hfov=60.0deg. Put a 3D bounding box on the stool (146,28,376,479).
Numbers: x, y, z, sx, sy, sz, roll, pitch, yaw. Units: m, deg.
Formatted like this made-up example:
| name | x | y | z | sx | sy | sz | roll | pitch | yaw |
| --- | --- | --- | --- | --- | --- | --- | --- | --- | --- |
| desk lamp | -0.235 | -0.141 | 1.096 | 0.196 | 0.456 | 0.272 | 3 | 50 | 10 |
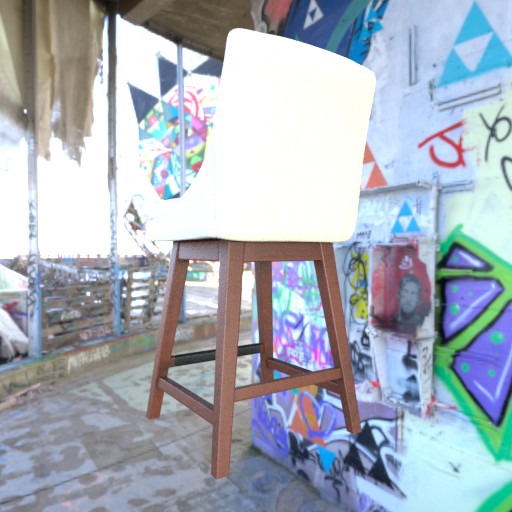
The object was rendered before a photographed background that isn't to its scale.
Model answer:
| name | x | y | z | sx | sy | sz | roll | pitch | yaw |
| --- | --- | --- | --- | --- | --- | --- | --- | --- | --- |
| stool | 0.000 | 0.000 | 1.271 | 0.469 | 0.991 | 0.559 | -1 | 1 | -34 |
